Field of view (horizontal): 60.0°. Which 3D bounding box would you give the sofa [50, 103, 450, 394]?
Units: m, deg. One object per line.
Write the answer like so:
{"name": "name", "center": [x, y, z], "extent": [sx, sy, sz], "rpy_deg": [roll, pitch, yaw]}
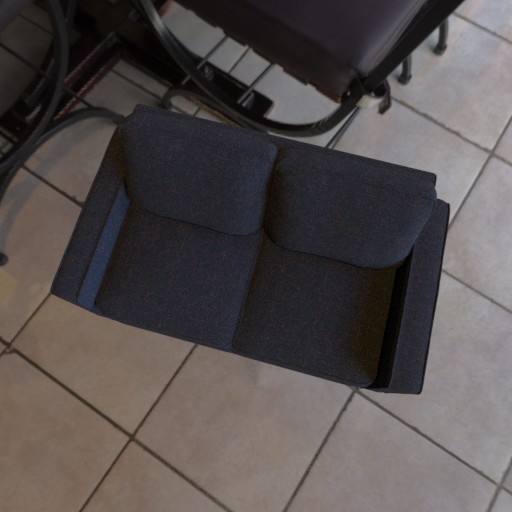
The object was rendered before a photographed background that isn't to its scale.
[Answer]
{"name": "sofa", "center": [0.000, 0.000, 2.191], "extent": [1.709, 0.918, 0.947], "rpy_deg": [14, 74, 4]}
